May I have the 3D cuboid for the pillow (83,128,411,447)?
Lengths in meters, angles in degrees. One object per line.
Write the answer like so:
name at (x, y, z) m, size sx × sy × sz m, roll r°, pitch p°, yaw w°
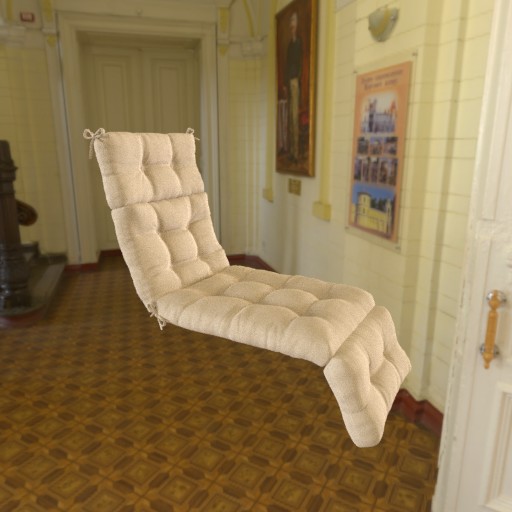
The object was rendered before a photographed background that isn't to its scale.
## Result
pillow at (0.000, 0.000, 1.516) m, size 1.016 × 0.863 × 0.526 m, roll 8°, pitch 17°, yaw 28°
